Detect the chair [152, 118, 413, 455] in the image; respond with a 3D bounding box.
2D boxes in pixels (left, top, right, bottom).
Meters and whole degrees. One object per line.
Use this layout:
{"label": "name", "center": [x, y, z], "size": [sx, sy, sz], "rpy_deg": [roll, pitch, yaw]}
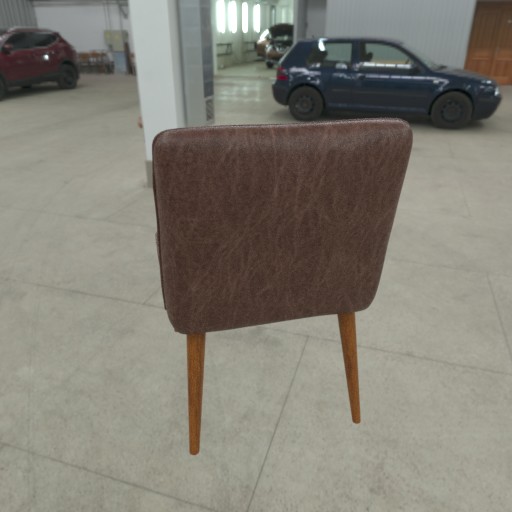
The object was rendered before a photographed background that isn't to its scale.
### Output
{"label": "chair", "center": [0.000, 0.000, 1.204], "size": [0.543, 0.803, 0.645], "rpy_deg": [-8, 28, -16]}
